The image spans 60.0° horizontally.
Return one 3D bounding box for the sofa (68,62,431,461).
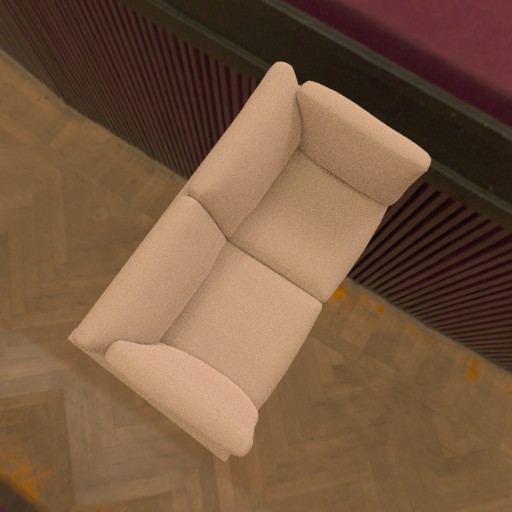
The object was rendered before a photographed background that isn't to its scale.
[{"bbox_3d":[0.000,0.000,2.364,0.970,0.836,1.776,33,79,7],"label":"sofa"}]
